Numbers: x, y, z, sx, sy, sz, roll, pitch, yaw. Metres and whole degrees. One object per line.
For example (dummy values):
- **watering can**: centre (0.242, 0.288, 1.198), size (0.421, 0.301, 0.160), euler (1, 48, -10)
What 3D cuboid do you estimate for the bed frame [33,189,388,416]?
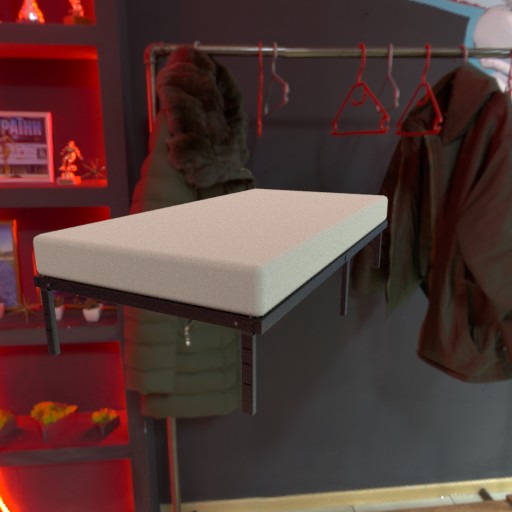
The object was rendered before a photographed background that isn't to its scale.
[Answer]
- **bed frame**: centre (0.000, 0.000, 3.259), size (1.393, 0.680, 2.635), euler (7, 16, 26)
